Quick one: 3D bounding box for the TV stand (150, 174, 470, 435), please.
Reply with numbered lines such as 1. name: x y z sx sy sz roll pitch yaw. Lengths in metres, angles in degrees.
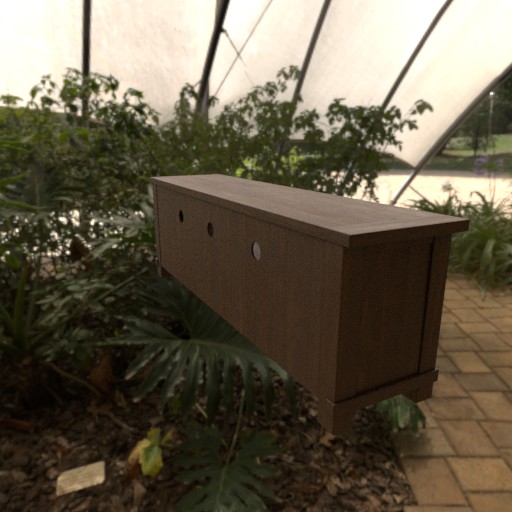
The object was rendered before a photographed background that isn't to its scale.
1. TV stand: 0.000 0.000 2.099 0.471 0.615 1.866 -8 17 -27
